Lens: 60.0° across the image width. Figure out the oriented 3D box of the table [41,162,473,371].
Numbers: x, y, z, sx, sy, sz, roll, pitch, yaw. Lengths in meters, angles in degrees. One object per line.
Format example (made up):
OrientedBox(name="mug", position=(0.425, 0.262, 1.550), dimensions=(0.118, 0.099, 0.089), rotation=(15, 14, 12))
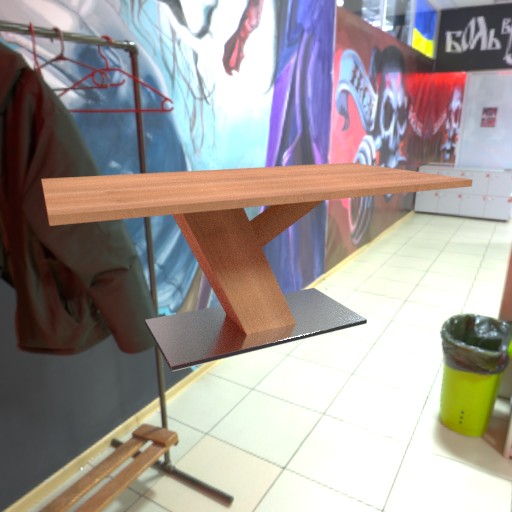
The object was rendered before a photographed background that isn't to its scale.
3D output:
OrientedBox(name="table", position=(0.000, 0.000, 2.179), dimensions=(1.800, 0.750, 0.900), rotation=(-8, 19, -25))
